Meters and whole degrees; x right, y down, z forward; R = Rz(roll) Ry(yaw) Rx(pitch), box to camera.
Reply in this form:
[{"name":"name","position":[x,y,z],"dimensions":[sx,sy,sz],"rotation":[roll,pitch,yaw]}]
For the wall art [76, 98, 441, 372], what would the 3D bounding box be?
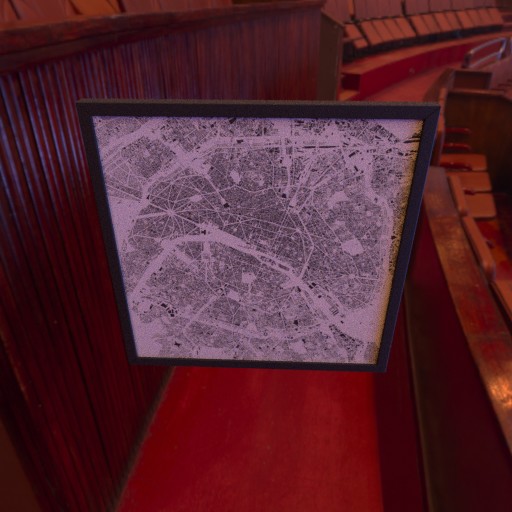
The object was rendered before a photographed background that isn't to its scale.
[{"name":"wall art","position":[0.000,0.000,1.135],"dimensions":[0.763,0.763,0.037],"rotation":[1,31,2]}]
